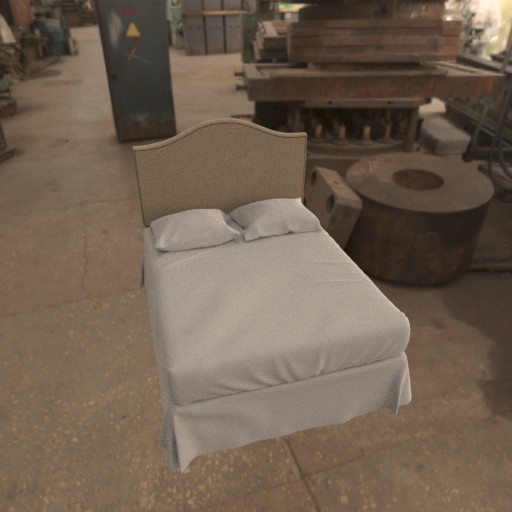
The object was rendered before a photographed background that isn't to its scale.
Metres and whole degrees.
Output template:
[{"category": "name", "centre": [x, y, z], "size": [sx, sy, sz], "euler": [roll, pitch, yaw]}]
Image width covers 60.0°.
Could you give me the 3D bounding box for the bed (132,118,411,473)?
[{"category": "bed", "centre": [0.000, 0.000, 3.454], "size": [1.876, 1.645, 2.221], "euler": [-9, 32, -14]}]
